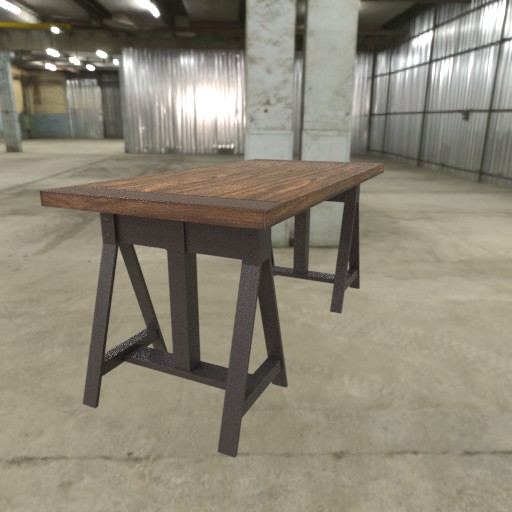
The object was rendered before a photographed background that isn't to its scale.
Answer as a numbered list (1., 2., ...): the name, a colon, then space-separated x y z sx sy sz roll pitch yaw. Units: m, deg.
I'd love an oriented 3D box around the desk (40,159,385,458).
1. desk: 0.000 0.000 1.965 0.784 0.725 1.543 8 18 25
